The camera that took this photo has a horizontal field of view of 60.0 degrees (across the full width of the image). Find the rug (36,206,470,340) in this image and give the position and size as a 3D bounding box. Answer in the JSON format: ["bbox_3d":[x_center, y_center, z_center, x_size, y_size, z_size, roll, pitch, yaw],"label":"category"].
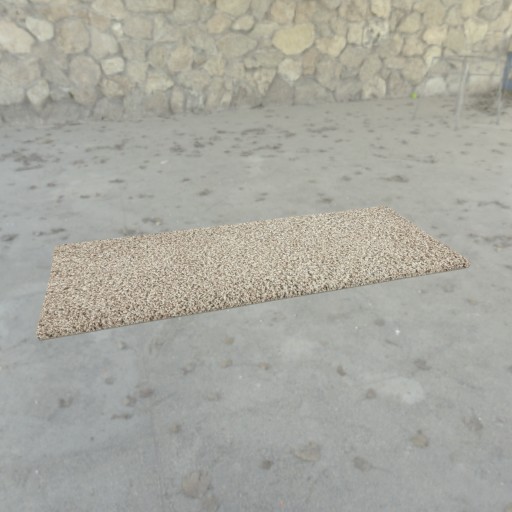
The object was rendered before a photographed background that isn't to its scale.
[{"bbox_3d":[0.000,0.000,1.741,1.524,0.030,0.609,-8,29,-15],"label":"rug"}]
